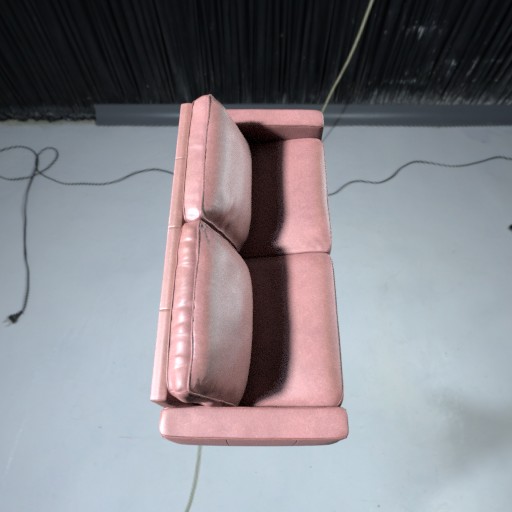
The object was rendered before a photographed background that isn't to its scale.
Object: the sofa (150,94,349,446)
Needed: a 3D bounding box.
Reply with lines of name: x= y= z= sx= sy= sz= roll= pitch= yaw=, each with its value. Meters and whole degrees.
sofa: x=0.000 y=0.000 z=2.659 sx=0.940 sy=0.919 sz=2.080 roll=0 pitch=64 yaw=0
